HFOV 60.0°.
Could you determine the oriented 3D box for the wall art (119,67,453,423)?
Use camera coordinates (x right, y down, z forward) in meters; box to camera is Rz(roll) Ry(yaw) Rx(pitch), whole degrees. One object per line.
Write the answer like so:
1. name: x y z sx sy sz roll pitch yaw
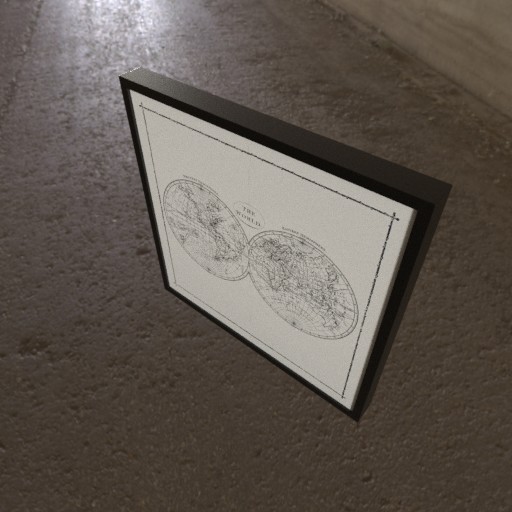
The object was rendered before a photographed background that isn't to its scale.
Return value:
1. wall art: 0.000 0.000 0.483 0.327 0.318 0.029 30 52 27
